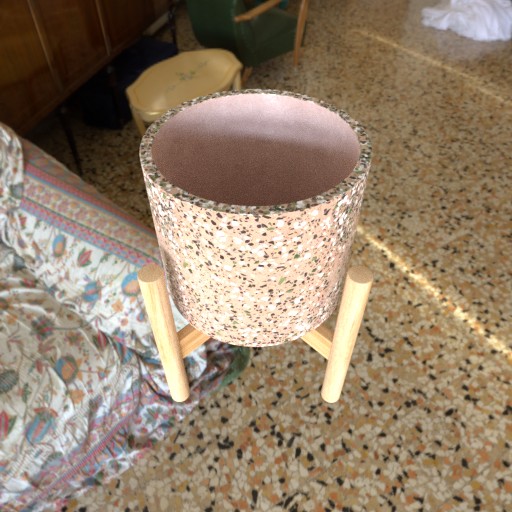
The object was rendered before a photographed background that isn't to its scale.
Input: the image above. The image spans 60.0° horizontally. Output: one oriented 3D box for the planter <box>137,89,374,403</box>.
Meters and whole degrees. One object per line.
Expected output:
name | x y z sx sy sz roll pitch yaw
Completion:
planter | 0.000 0.000 0.544 0.284 0.320 0.284 -16 48 -15
